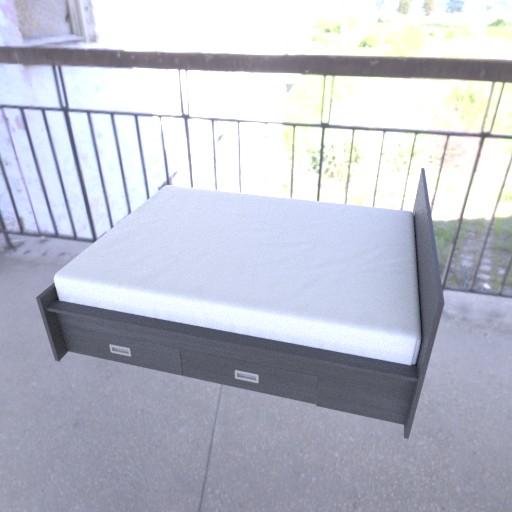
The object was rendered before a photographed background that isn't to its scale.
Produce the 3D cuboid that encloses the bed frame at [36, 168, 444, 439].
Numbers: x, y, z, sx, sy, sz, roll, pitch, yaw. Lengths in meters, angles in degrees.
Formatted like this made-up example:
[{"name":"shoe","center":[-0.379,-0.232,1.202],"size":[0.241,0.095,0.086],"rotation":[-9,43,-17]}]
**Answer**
[{"name":"bed frame","center":[0.000,0.000,2.810],"size":[1.960,0.800,1.622],"rotation":[8,31,13]}]
